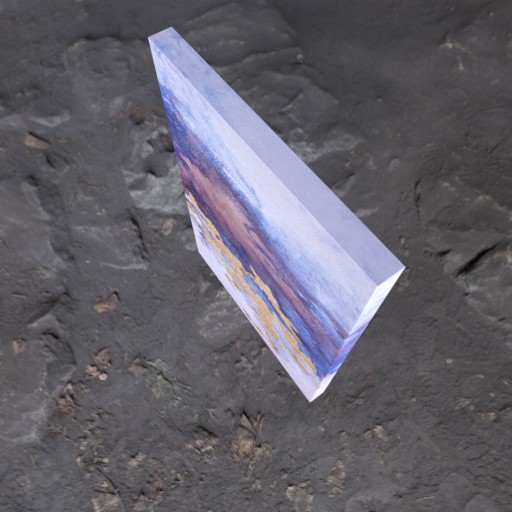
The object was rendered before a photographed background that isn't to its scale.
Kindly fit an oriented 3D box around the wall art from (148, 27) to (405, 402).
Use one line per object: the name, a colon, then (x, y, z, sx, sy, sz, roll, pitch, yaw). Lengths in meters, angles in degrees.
wall art: (0.000, 0.000, 0.753, 0.036, 0.581, 0.437, -32, 66, -16)
